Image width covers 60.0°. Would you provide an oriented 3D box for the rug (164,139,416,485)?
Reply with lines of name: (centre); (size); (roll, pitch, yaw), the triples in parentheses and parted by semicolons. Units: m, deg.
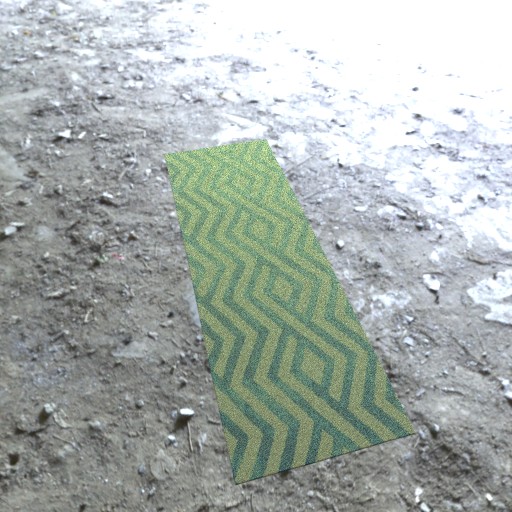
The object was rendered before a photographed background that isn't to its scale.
rug: (0.000, 0.000, 1.645); (0.503, 0.007, 1.492); (-11, 48, -10)
